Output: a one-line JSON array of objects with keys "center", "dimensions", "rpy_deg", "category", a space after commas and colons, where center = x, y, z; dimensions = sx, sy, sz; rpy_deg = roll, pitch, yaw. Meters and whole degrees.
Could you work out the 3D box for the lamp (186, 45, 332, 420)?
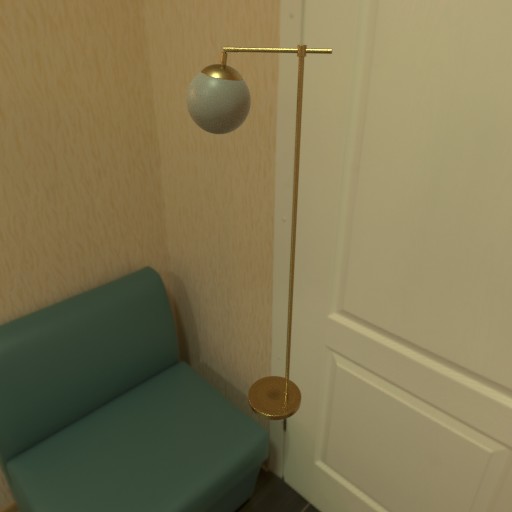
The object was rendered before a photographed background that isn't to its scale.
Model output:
[{"center": [0.000, 0.000, 1.744], "dimensions": [0.476, 1.505, 0.249], "rpy_deg": [7, 29, 13], "category": "lamp"}]
